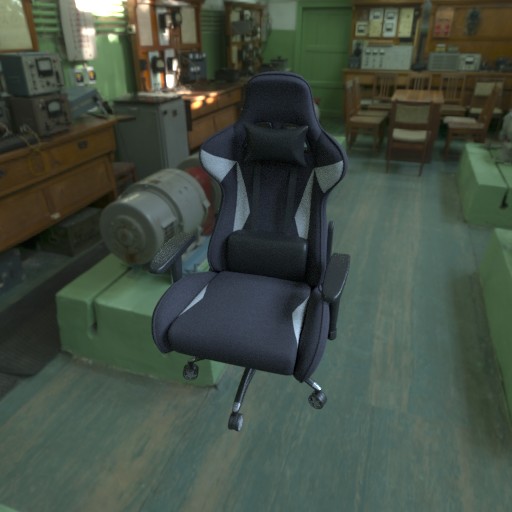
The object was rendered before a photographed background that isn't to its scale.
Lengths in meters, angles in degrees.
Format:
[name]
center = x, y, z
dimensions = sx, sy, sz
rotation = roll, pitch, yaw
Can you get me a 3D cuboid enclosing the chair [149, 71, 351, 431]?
[chair]
center = 0.000, 0.000, 1.747
dimensions = 0.730, 1.300, 0.695
rotation = 8, 28, 15
